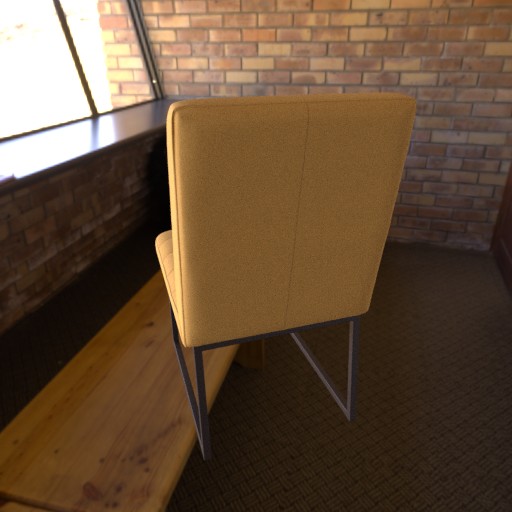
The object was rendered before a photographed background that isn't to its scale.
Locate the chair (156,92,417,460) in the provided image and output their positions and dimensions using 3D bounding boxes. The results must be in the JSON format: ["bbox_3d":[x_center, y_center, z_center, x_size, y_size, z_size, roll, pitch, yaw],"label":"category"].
[{"bbox_3d":[0.000,0.000,1.288,0.520,0.930,0.634,-8,26,-16],"label":"chair"}]
